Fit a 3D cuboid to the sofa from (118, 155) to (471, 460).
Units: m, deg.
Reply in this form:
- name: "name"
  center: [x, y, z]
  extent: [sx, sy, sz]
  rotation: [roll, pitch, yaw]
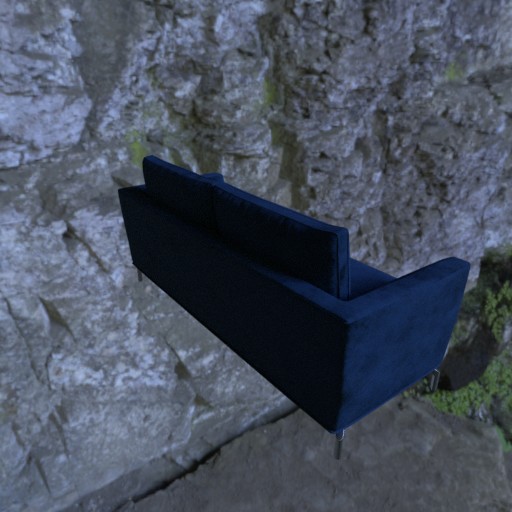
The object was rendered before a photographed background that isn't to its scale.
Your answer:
- name: "sofa"
  center: [0.000, 0.000, 2.710]
  extent: [0.853, 0.998, 2.212]
  rotation: [-17, 29, -33]
